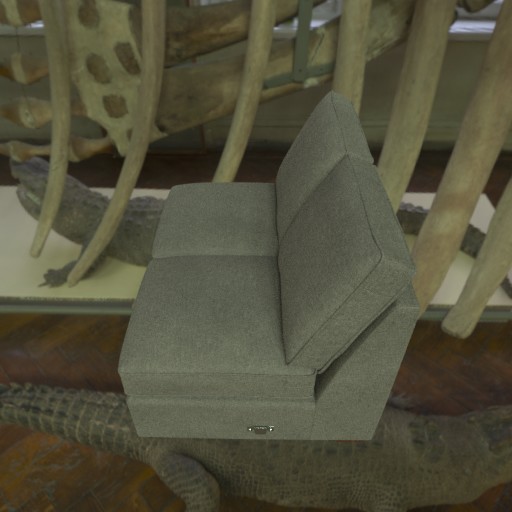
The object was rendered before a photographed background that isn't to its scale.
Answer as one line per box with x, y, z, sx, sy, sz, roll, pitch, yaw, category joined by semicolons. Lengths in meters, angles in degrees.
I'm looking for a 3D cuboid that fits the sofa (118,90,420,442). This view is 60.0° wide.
0.000;0.000;1.927;0.951;1.008;1.237;0;41;1;sofa
